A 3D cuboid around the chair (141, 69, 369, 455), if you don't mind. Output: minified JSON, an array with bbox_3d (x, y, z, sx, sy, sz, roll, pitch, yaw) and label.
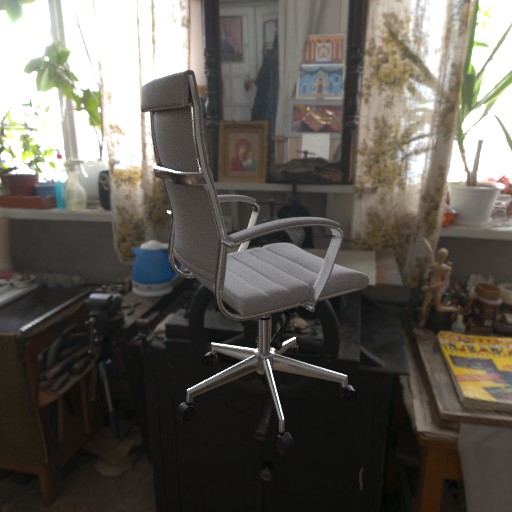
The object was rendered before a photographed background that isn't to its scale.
[{"bbox_3d":[0.000,0.000,1.573,0.667,1.149,0.679,-8,18,-27],"label":"chair"}]
